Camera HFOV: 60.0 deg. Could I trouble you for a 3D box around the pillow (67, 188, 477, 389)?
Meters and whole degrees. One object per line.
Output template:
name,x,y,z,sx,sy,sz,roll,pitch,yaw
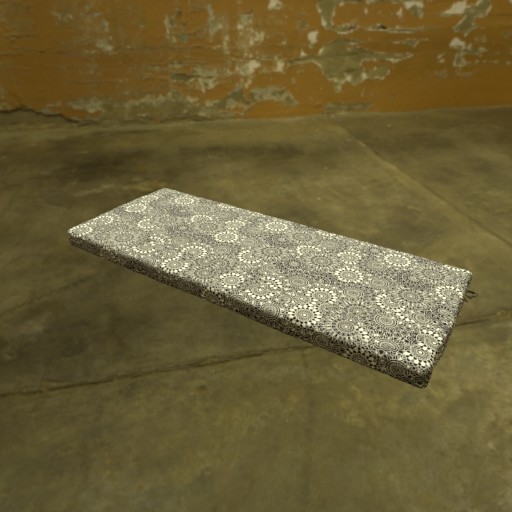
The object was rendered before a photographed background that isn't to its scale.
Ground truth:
pillow,0.000,0.000,1.335,1.187,0.081,0.492,18,34,29
